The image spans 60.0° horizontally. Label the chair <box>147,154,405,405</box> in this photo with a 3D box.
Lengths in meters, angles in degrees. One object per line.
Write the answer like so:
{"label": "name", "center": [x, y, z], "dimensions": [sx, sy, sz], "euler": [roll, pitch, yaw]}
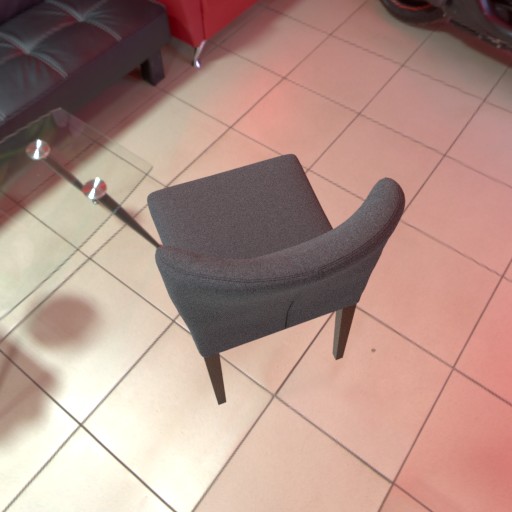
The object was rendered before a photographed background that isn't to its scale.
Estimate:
{"label": "chair", "center": [0.000, 0.000, 1.211], "dimensions": [0.491, 0.839, 0.592], "euler": [-18, 61, -10]}
